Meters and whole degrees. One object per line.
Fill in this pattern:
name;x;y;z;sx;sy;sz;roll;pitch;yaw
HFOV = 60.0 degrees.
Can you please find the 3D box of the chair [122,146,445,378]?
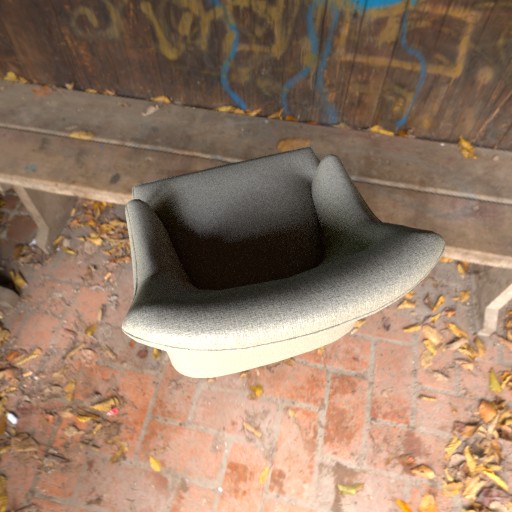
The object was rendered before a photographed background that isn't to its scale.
chair;0.000;0.000;1.584;0.864;0.856;0.923;-15;60;-9
